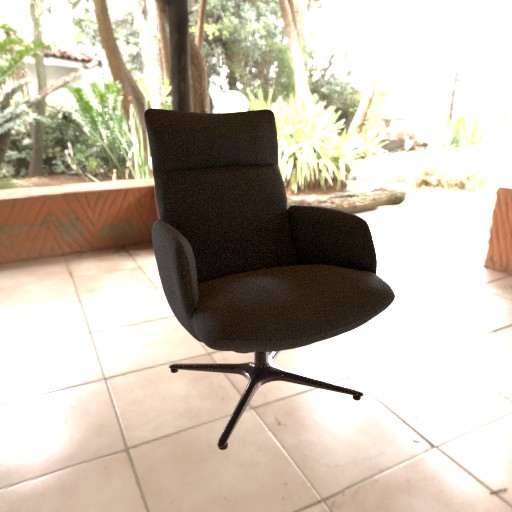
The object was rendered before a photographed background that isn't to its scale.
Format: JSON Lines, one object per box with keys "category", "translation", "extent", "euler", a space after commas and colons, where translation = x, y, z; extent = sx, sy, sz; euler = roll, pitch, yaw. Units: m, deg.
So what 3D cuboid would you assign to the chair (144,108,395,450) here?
{"category": "chair", "translation": [0.000, 0.000, 1.548], "extent": [0.702, 0.984, 0.831], "euler": [-9, 20, -26]}
